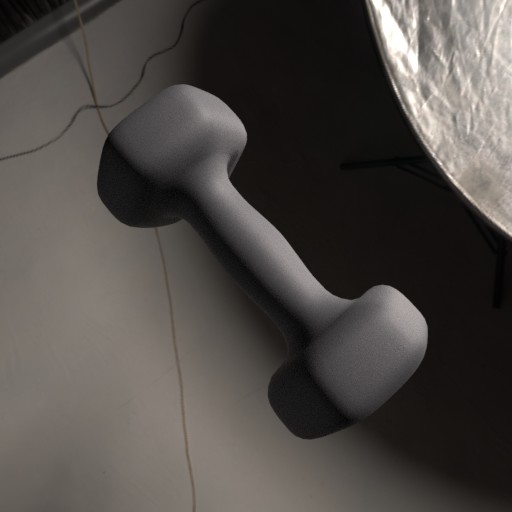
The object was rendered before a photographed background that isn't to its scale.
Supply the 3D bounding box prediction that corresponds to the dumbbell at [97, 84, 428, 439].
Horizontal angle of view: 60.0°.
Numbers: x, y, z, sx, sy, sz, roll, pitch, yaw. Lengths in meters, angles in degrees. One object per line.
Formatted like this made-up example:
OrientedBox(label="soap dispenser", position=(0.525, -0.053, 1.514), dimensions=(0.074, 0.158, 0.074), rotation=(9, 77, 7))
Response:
OrientedBox(label="dumbbell", position=(0.000, 0.000, 0.302), dimensions=(0.116, 0.105, 0.240), rotation=(-39, 80, -8))
